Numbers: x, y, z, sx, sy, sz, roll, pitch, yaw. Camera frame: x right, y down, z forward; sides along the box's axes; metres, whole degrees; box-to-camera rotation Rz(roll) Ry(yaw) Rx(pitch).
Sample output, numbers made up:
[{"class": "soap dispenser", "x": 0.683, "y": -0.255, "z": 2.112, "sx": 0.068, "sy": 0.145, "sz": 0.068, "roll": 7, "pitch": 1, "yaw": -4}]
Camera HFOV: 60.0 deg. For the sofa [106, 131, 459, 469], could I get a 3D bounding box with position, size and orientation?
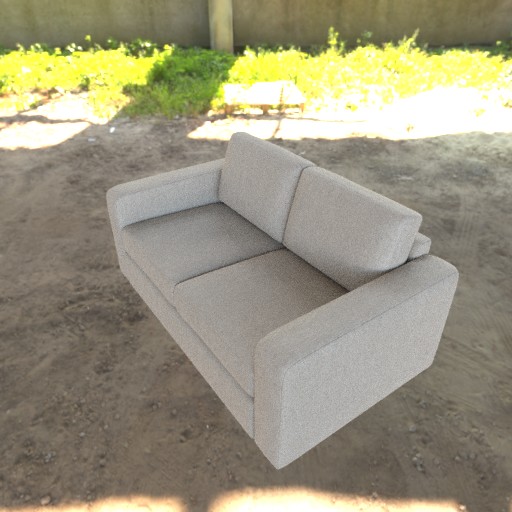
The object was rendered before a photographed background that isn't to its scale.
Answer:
[{"class": "sofa", "x": 0.000, "y": 0.000, "z": 2.108, "sx": 0.900, "sy": 0.800, "sz": 1.540, "roll": -21, "pitch": 39, "yaw": -29}]
